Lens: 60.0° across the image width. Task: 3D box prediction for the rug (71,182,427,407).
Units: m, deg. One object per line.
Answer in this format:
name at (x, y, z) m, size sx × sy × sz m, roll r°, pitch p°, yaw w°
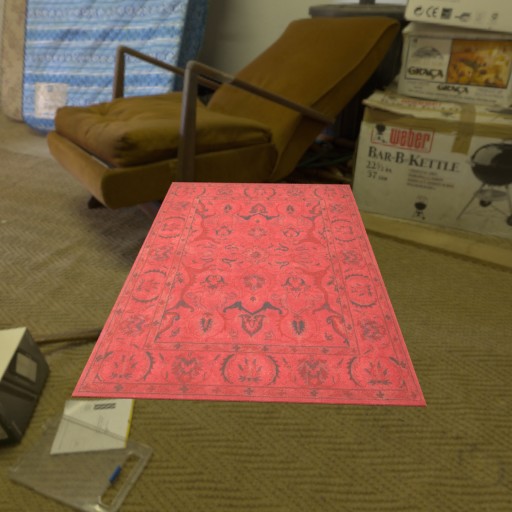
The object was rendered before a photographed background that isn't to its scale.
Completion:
rug at (0.000, 0.000, 2.263) m, size 1.209 × 0.008 × 1.814 m, roll 1°, pitch 33°, yaw 2°
